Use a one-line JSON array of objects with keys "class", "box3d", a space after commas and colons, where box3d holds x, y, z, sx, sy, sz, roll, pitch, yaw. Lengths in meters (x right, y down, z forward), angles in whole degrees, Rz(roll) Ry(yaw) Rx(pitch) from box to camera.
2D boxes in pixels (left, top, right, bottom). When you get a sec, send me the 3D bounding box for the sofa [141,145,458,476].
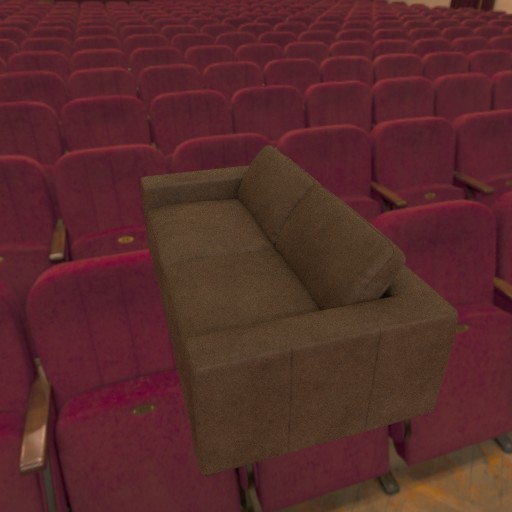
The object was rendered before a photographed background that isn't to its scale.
[{"class": "sofa", "box3d": [0.000, 0.000, 2.417, 1.070, 0.800, 1.920, -9, 31, -15]}]
